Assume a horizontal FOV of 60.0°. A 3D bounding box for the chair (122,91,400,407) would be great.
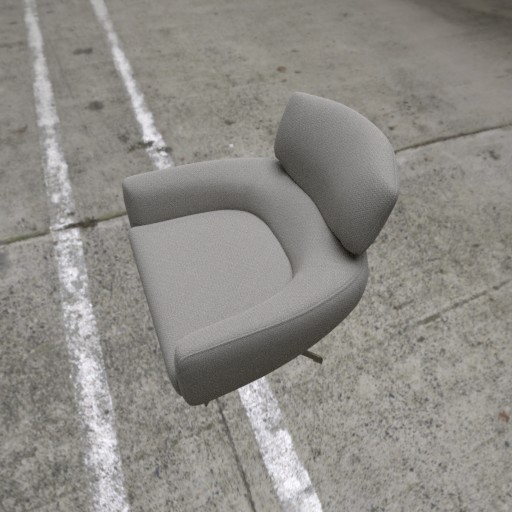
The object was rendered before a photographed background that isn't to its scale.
[{"bbox_3d":[0.000,0.000,1.425,0.730,0.810,0.760,-16,48,-15],"label":"chair"}]
